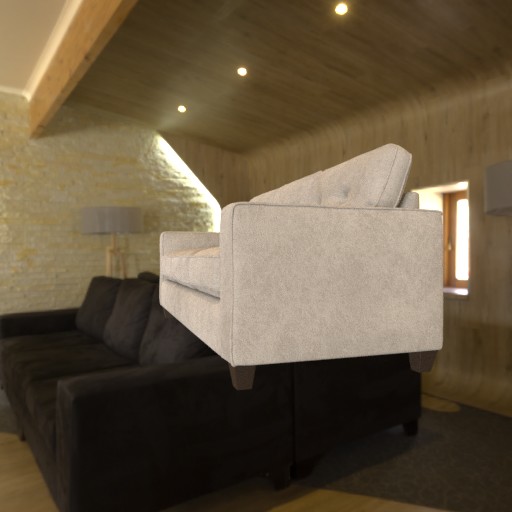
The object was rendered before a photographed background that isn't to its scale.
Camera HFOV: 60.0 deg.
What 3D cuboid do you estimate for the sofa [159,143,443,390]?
[{"bbox_3d":[0.000,0.000,2.666,0.939,0.965,2.133,0,0,-19],"label":"sofa"}]
